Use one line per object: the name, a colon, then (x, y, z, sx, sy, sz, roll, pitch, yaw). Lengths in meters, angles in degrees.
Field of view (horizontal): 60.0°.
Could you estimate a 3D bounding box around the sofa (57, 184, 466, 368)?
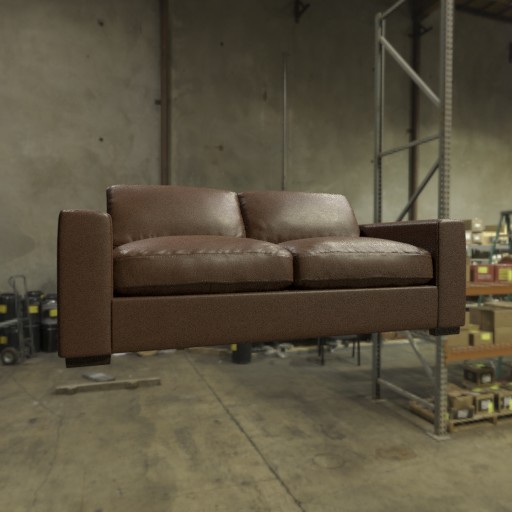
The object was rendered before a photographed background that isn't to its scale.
sofa: (0.000, 0.000, 2.406, 1.920, 0.800, 1.070, 0, 1, -20)
